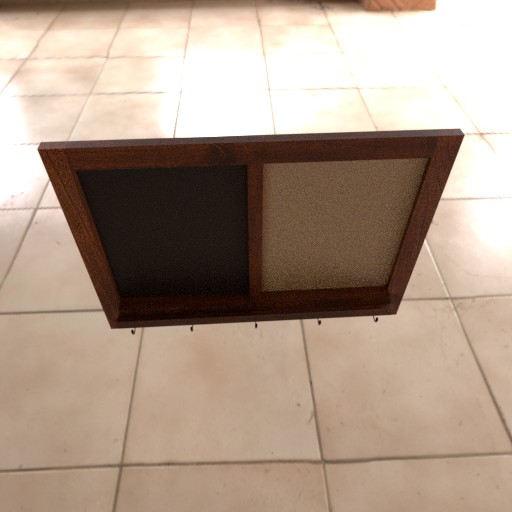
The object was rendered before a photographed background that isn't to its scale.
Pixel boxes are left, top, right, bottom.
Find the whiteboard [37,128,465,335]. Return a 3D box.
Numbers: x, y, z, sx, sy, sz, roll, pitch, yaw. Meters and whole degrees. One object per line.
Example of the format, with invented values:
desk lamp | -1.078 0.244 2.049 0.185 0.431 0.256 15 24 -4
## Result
whiteboard | 0.000 0.000 0.982 0.768 0.553 0.083 -3 46 -2
